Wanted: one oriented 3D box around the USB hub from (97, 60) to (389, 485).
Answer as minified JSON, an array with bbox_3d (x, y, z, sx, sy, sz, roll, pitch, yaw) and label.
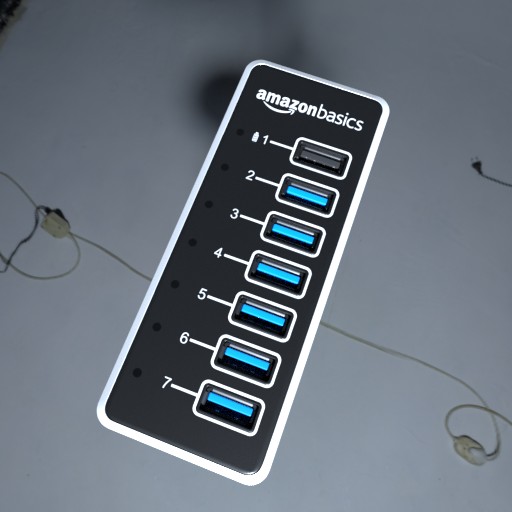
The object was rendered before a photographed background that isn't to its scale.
[{"bbox_3d":[0.000,0.000,0.128,0.044,0.023,0.110,20,76,5],"label":"USB hub"}]
